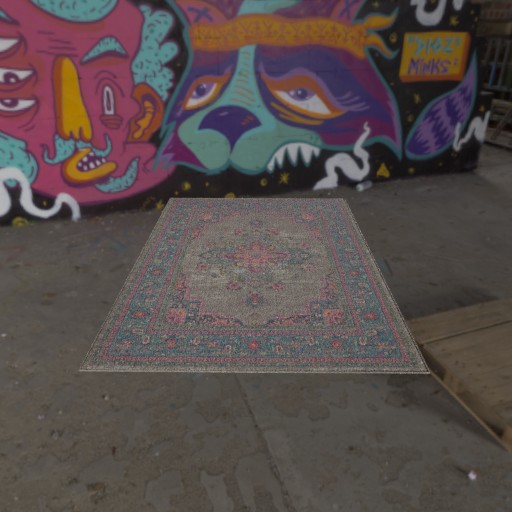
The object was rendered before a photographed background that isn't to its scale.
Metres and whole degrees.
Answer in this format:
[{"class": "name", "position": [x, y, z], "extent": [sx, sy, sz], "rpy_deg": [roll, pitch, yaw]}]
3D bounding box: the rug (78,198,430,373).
[{"class": "rug", "position": [0.000, 0.000, 3.799], "extent": [2.005, 0.013, 2.890], "rpy_deg": [0, 27, 0]}]
